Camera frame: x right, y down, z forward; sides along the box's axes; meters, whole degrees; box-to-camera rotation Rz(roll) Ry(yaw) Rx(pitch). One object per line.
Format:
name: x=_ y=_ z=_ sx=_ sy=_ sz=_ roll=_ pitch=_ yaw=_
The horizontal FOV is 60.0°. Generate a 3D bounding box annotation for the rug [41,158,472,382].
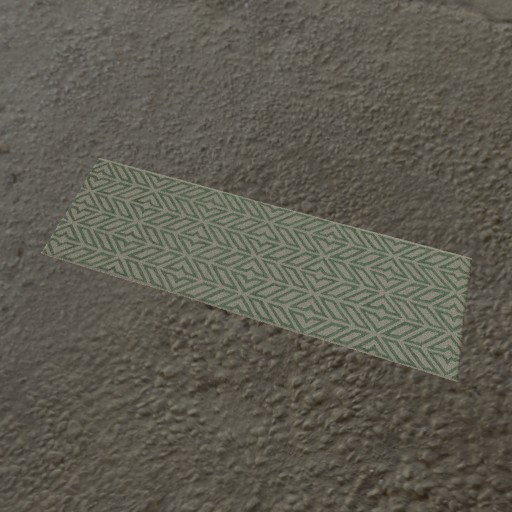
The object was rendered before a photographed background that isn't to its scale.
rug: x=0.000 y=0.000 z=2.619 sx=2.435 sy=0.009 sz=0.750 roll=16 pitch=64 yaw=8
